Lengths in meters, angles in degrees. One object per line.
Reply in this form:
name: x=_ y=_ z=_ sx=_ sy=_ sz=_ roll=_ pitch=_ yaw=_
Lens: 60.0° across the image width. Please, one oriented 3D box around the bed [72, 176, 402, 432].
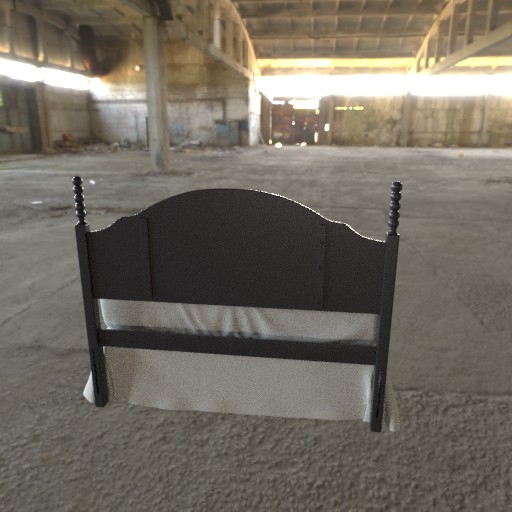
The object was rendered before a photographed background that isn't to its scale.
bed: x=0.000 y=0.000 z=3.298 sx=1.873 sy=1.356 sz=2.040 roll=2 pitch=16 yaw=8
